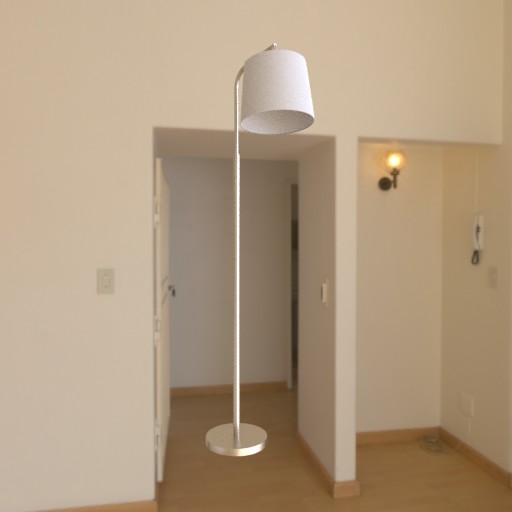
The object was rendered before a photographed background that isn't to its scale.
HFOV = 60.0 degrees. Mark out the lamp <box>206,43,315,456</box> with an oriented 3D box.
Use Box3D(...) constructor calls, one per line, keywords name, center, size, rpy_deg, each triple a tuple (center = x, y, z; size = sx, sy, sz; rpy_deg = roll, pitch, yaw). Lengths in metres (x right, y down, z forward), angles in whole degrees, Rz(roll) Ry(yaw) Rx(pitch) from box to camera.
Box3D(name="lamp", center=(0.000, 0.000, 1.639), size=(0.254, 1.478, 0.508), rpy_deg=(-1, 1, -36))
